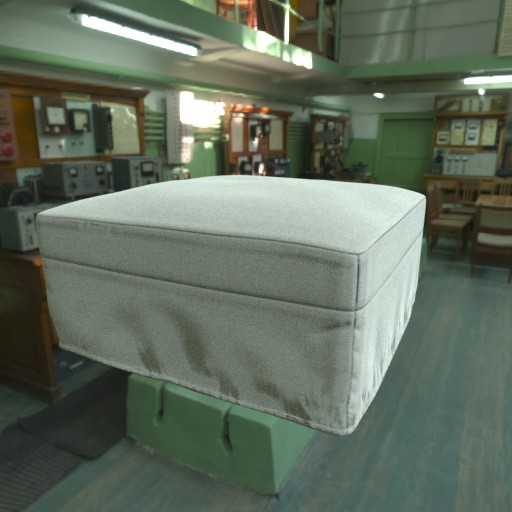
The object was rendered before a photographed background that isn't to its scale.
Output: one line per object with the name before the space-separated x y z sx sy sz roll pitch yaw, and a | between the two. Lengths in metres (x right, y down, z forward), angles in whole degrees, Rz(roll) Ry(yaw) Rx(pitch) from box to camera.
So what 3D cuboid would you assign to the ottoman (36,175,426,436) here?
ottoman | 0.000 0.000 1.305 0.840 0.436 0.843 8 17 26
